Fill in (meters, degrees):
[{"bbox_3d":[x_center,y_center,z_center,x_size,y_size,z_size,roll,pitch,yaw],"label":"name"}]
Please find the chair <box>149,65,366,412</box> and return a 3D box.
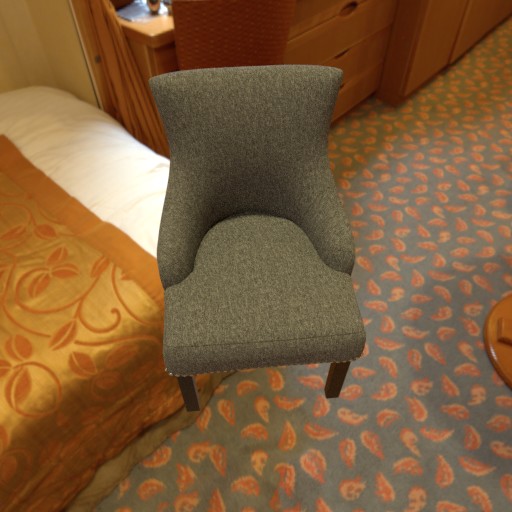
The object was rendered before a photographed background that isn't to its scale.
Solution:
[{"bbox_3d":[0.000,0.000,1.334,0.566,0.909,0.629,-4,49,-4],"label":"chair"}]
